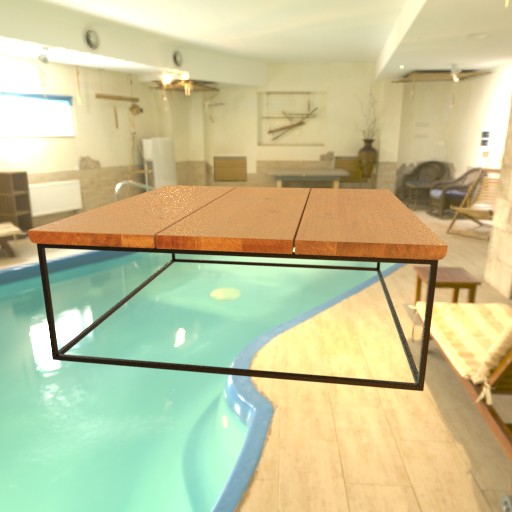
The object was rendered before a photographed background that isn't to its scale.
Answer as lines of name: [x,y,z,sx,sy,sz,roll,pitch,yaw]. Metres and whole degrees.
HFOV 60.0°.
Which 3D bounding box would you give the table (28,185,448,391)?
table: [0.000,0.000,1.715,1.100,0.400,1.100,2,16,9]
